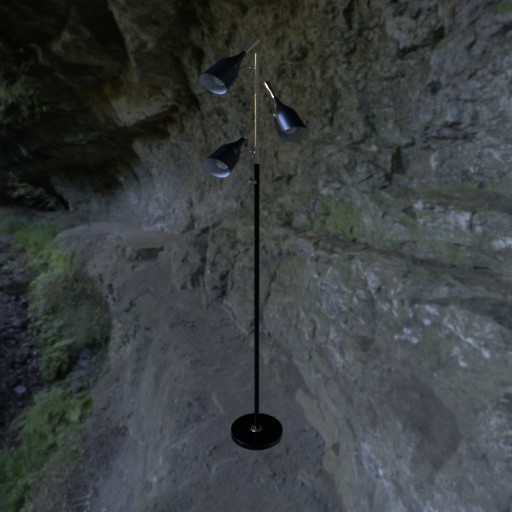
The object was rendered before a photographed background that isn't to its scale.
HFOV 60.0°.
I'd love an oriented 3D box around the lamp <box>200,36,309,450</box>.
[{"bbox_3d":[0.000,0.000,1.929,0.434,1.778,0.253,2,15,9],"label":"lamp"}]
